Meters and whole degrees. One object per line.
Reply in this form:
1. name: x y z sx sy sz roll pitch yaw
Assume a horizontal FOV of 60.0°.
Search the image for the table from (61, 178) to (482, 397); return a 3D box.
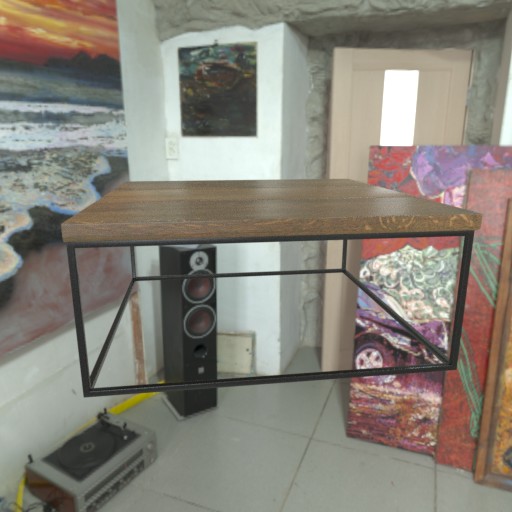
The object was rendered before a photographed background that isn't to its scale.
1. table: 0.000 0.000 1.414 0.900 0.400 0.900 -2 15 -8
